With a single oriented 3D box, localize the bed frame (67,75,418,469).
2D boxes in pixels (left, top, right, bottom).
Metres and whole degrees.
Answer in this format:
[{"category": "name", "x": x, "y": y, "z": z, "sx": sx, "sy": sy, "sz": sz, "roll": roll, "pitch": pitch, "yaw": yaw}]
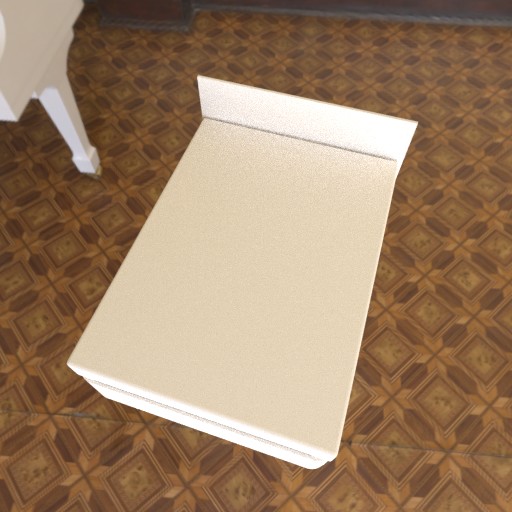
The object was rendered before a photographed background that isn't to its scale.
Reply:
[{"category": "bed frame", "x": 0.000, "y": 0.000, "z": 2.603, "sx": 1.400, "sy": 0.800, "sz": 1.900, "roll": 15, "pitch": 60, "yaw": 9}]
